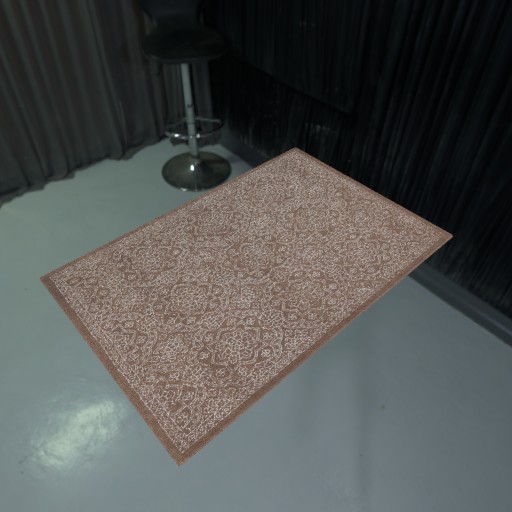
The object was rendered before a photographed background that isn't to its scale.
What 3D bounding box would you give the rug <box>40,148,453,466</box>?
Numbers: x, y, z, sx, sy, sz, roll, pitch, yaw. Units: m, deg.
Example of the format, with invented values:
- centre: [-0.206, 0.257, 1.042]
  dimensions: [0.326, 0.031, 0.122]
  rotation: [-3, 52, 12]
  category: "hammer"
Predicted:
- centre: [0.000, 0.000, 2.914]
  dimensions: [2.286, 0.011, 1.524]
  rotation: [-32, 53, -28]
  category: "rug"
